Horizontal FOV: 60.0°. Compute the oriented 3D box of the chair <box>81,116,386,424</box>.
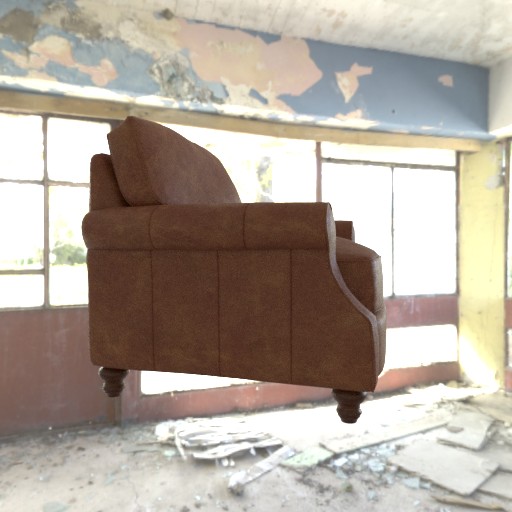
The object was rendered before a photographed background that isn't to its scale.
[{"bbox_3d":[0.000,0.000,1.742,0.986,0.962,0.983,0,1,17],"label":"chair"}]
